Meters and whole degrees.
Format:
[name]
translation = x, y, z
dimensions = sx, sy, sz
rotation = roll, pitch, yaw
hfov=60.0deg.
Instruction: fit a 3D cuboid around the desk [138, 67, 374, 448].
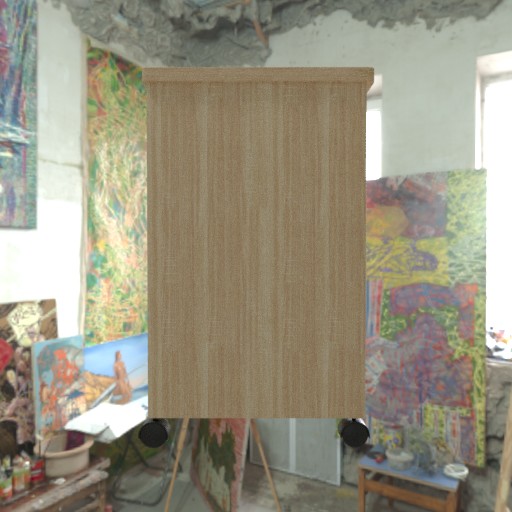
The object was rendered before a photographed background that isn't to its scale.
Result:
[desk]
translation = 0.000, 0.000, 1.333
dimensions = 0.480, 0.770, 0.884
rotation = 0, 1, 0
